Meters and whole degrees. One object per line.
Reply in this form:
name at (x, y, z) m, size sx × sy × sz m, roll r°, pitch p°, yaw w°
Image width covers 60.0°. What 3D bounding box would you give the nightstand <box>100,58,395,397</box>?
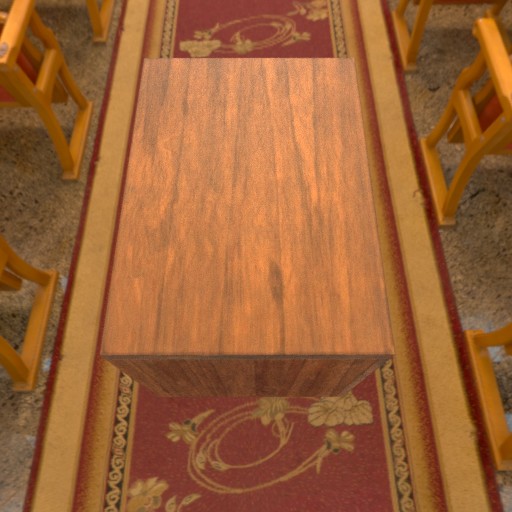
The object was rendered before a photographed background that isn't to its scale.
nightstand at (0.000, 0.000, 1.053) m, size 0.458 × 0.610 × 0.610 m, roll 0°, pitch 65°, yaw 0°
